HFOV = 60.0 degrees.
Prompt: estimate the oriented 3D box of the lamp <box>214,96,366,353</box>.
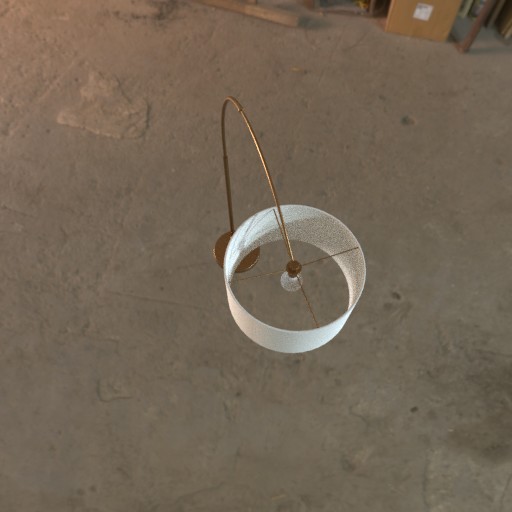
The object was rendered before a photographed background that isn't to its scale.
[{"bbox_3d":[0.000,0.000,2.496,0.493,1.927,1.434,-15,64,-7],"label":"lamp"}]
